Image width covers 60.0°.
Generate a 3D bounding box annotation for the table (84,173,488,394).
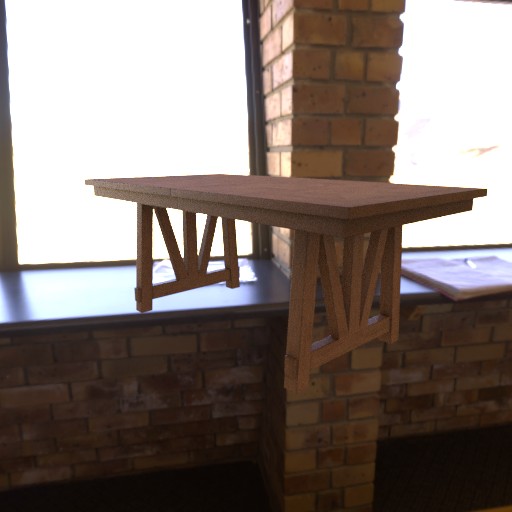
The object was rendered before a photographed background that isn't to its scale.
[{"bbox_3d":[0.000,0.000,2.356,1.016,0.768,1.881,-12,18,-41],"label":"table"}]
